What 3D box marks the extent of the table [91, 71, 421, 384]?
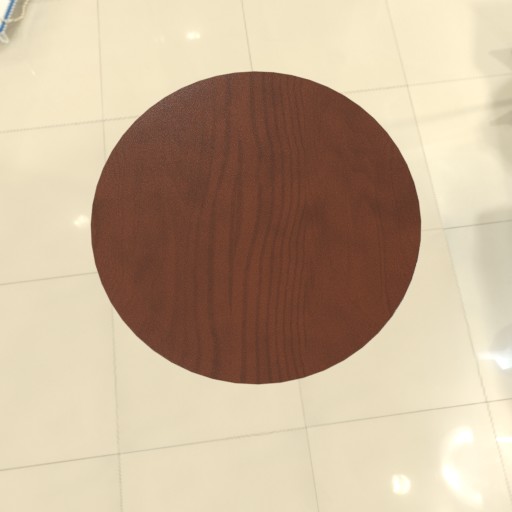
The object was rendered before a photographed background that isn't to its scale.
[{"bbox_3d":[0.000,0.000,1.096,0.597,0.612,0.597,0,75,0],"label":"table"}]
